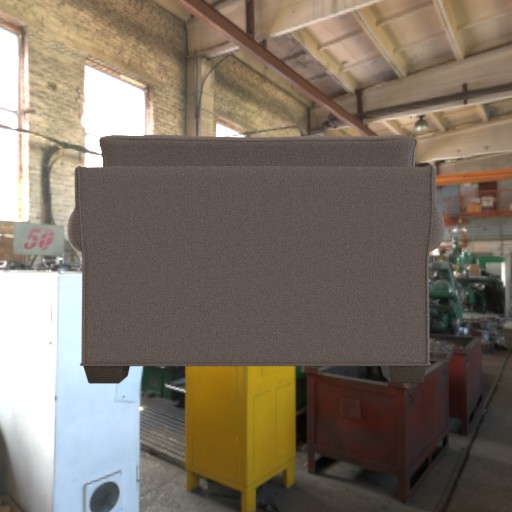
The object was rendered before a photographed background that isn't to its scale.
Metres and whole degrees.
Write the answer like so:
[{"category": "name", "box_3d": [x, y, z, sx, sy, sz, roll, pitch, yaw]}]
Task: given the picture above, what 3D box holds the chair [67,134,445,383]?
[{"category": "chair", "box_3d": [0.000, 0.000, 2.021, 1.390, 0.930, 0.930, 0, -1, 0]}]
